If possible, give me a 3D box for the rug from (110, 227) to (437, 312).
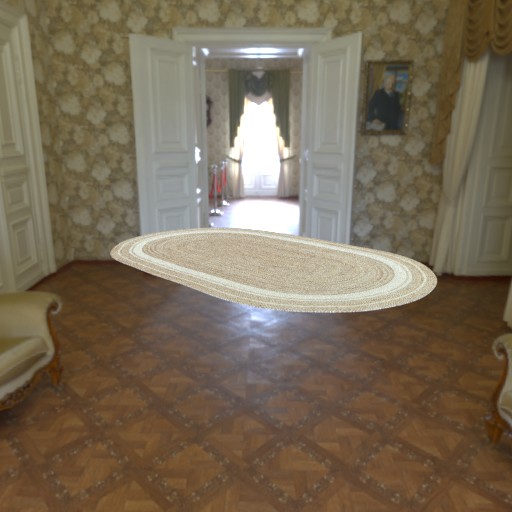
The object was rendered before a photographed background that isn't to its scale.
[{"bbox_3d":[0.000,0.000,3.114,2.432,0.006,1.520,13,19,43],"label":"rug"}]
